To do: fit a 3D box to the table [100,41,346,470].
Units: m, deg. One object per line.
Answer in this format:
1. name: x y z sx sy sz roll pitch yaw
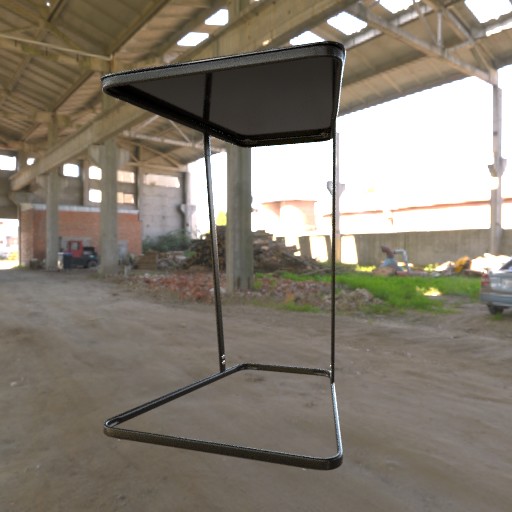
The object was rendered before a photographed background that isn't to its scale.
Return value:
1. table: 0.000 0.000 0.934 0.427 0.624 0.500 0 0 19
